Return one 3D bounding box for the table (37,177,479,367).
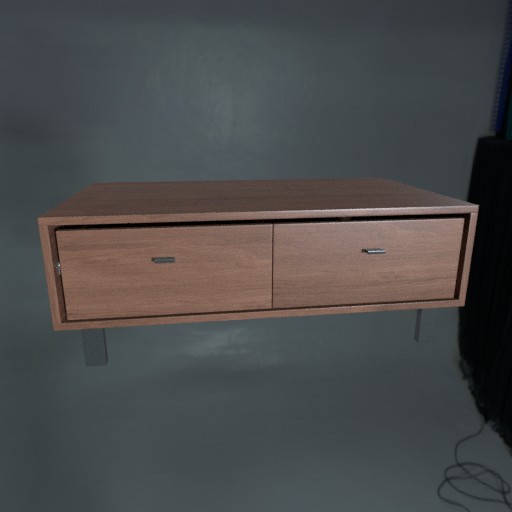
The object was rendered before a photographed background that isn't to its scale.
[{"bbox_3d":[0.000,0.000,1.332,1.020,0.380,0.600,-2,17,-8],"label":"table"}]
